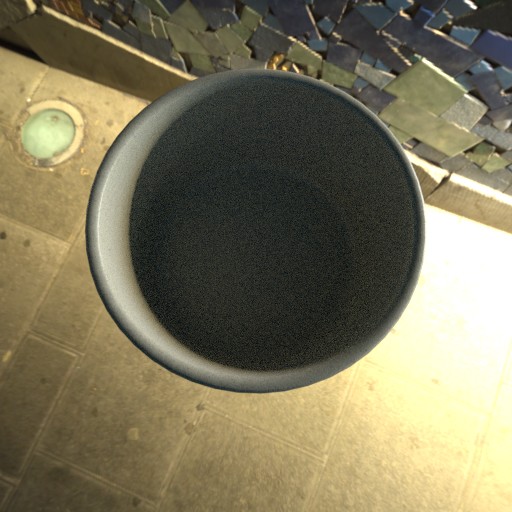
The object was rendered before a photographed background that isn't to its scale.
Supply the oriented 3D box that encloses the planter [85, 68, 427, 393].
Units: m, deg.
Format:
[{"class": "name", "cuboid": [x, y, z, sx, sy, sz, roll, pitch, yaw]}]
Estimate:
[{"class": "planter", "cuboid": [0.000, 0.000, 0.555, 0.317, 0.303, 0.317, 0, 75, 0]}]
